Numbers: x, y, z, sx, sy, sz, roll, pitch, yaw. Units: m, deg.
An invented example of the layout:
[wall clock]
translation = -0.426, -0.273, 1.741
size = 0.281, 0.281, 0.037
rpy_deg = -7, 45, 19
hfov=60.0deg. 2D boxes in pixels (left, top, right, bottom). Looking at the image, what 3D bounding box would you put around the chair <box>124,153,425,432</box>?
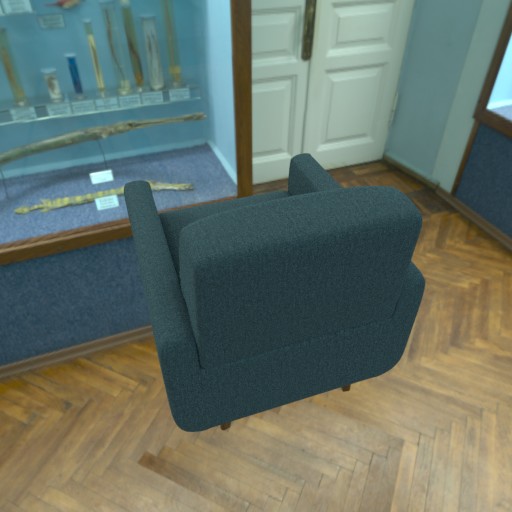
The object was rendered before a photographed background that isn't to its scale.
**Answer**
[chair]
translation = 0.000, 0.000, 1.729
size = 0.880, 0.940, 0.964
rpy_deg = -12, 42, -14
